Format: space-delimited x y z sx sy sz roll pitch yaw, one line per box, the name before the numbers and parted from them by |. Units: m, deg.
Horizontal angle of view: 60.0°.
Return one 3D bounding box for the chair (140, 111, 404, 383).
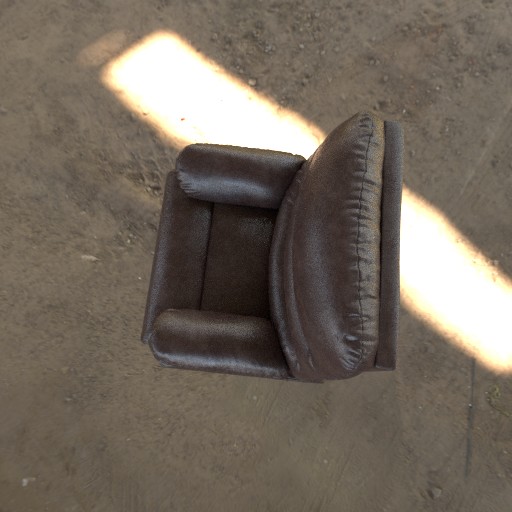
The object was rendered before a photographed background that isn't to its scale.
chair | 0.000 0.000 1.771 0.879 1.041 0.940 6 76 1
